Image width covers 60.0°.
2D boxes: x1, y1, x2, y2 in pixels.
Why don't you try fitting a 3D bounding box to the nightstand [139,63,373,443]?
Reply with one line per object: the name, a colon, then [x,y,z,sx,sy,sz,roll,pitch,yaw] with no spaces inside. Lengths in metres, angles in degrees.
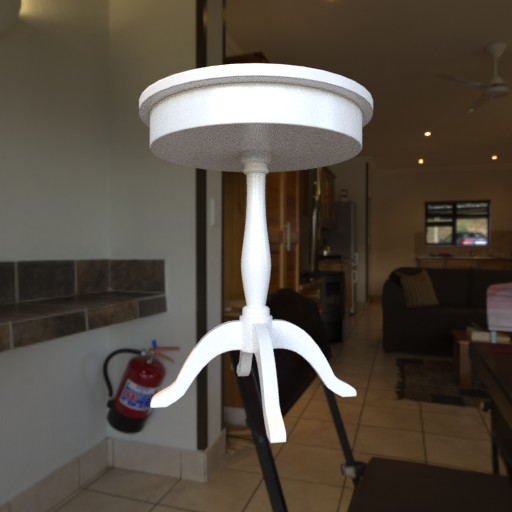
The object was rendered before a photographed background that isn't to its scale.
nightstand: [0.000,0.000,1.004,0.513,0.653,0.513,0,0,-1]
